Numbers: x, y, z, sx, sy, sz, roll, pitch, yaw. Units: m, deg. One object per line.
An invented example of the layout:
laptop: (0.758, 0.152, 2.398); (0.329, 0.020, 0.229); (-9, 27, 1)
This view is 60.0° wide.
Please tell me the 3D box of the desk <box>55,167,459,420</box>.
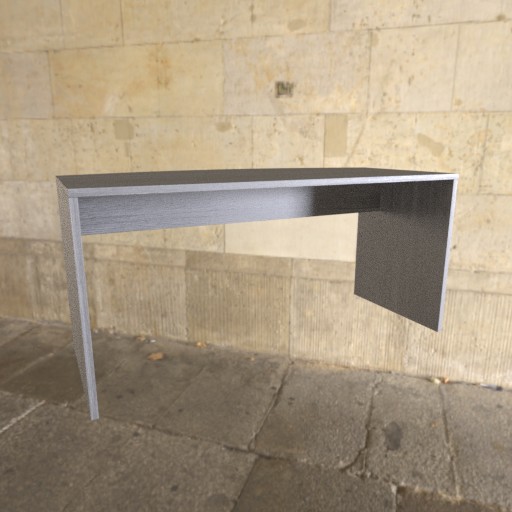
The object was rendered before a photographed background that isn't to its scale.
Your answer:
desk: (0.000, 0.000, 2.046); (1.600, 0.750, 0.802); (-7, 16, -26)
